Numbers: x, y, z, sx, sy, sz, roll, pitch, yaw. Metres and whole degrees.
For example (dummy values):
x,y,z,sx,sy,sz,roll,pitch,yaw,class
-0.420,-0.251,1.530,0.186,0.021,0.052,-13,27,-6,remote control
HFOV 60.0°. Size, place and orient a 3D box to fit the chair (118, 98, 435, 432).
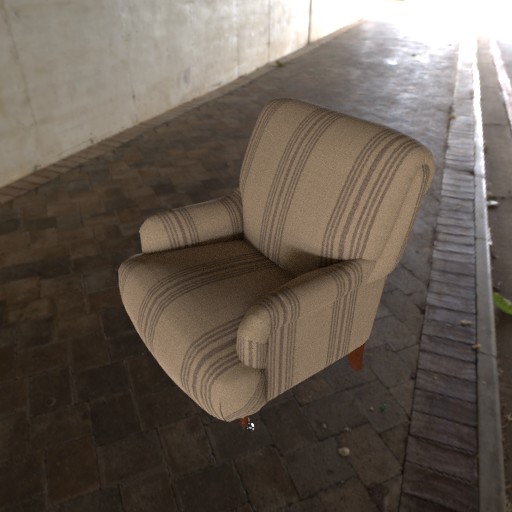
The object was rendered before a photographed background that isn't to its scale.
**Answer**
x,y,z,sx,sy,sz,roll,pitch,yaw,class
0.000,0.000,1.621,0.914,0.940,0.813,-21,38,-29,chair
